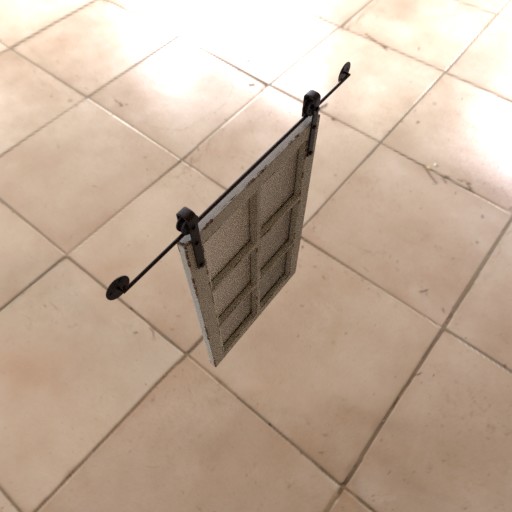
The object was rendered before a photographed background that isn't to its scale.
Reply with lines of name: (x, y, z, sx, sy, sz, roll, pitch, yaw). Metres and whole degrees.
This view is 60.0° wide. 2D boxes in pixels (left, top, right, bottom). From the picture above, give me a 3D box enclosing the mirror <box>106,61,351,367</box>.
mirror: (0.000, 0.000, 1.252, 0.037, 0.844, 0.808, 34, 65, 18)
